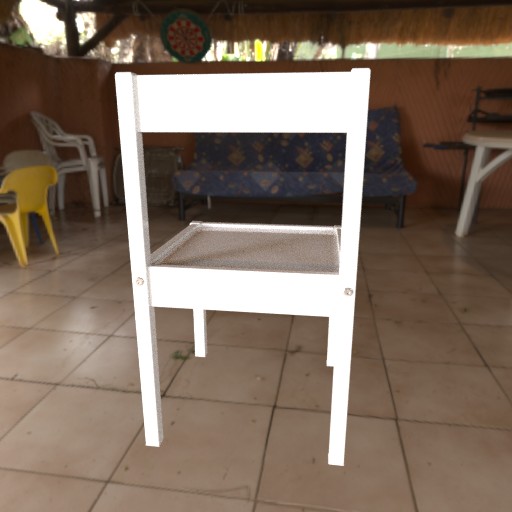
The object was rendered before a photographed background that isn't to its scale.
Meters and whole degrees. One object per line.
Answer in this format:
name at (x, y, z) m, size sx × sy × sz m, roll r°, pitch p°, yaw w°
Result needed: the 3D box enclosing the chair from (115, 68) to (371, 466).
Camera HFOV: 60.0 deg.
chair at (0.000, 0.000, 0.688) m, size 0.285 × 0.505 × 0.285 m, roll 2°, pitch 17°, yaw 8°
